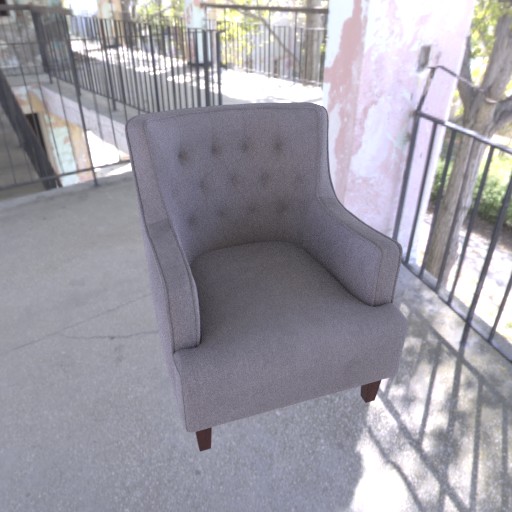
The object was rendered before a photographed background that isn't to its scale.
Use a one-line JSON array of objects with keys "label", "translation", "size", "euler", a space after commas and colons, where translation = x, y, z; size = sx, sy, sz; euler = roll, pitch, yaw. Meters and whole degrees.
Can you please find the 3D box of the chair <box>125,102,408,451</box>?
[{"label": "chair", "translation": [0.000, 0.000, 1.624], "size": [0.781, 0.919, 0.910], "euler": [-10, 32, -16]}]
